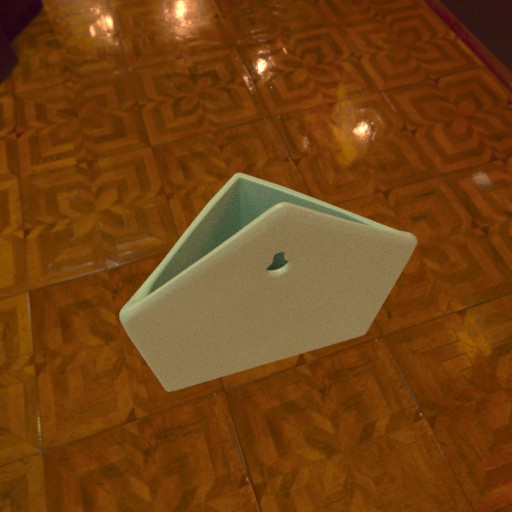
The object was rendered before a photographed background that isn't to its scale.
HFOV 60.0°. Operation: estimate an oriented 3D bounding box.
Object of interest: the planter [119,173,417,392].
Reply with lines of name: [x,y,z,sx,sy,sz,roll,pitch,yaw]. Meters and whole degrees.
planter: [0.000,0.000,0.279,0.164,0.197,0.079,-14,60,-8]
